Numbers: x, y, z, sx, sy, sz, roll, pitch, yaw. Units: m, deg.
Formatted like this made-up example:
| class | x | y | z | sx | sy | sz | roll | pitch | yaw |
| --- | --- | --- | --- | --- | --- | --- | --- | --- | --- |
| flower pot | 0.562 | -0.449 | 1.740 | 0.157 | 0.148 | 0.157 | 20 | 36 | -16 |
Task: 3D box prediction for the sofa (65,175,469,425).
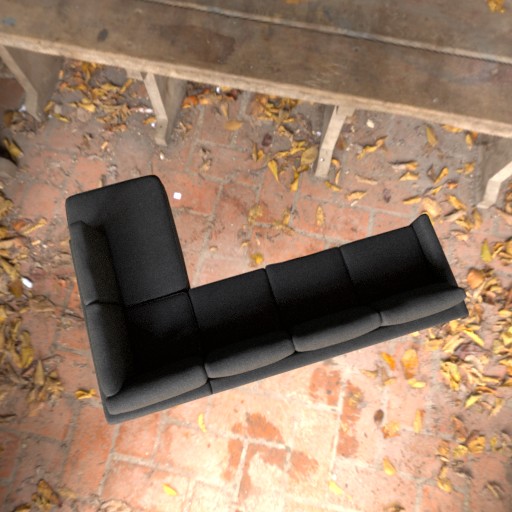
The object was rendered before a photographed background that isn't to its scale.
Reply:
| class | x | y | z | sx | sy | sz | roll | pitch | yaw |
| --- | --- | --- | --- | --- | --- | --- | --- | --- | --- |
| sofa | 0.000 | 0.000 | 3.809 | 2.972 | 0.858 | 1.984 | -16 | 76 | -4 |
